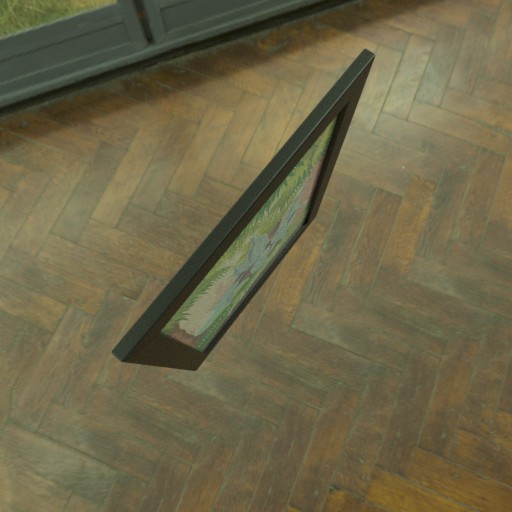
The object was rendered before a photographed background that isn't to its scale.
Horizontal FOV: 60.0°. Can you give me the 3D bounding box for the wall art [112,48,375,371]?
[{"bbox_3d":[0.000,0.000,0.795,0.018,0.582,0.481,36,78,9],"label":"wall art"}]
